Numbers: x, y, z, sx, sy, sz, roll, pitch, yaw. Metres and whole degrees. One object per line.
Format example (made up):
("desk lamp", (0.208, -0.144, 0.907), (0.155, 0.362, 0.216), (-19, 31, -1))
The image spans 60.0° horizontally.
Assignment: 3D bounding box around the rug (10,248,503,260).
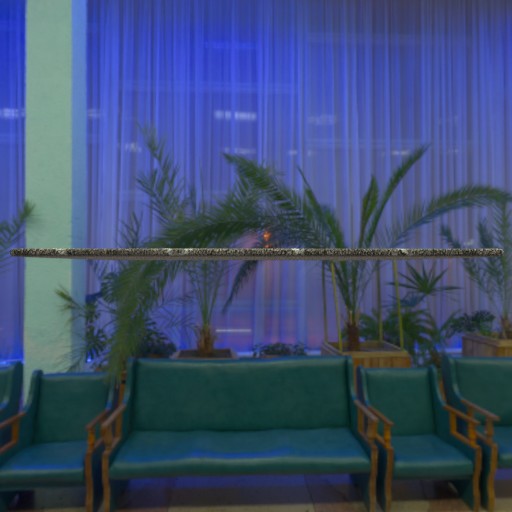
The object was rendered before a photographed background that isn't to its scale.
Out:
("rug", (0.000, 0.000, 2.192), (1.778, 0.030, 1.219), (0, -1, -1))
